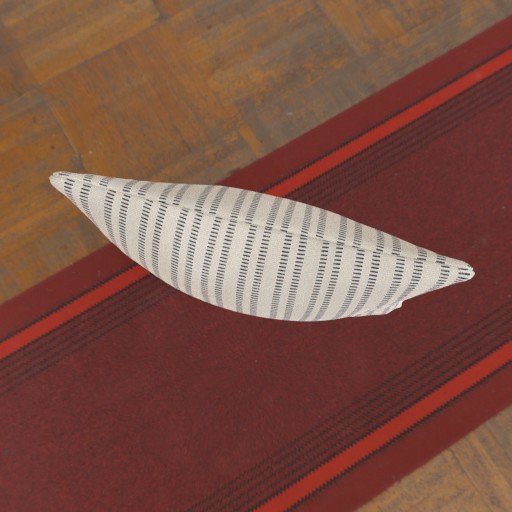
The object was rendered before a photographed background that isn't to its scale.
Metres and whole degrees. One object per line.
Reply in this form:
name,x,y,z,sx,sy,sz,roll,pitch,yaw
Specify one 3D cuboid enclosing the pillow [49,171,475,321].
pillow,0.000,0.000,0.802,0.640,0.353,0.210,13,77,3
